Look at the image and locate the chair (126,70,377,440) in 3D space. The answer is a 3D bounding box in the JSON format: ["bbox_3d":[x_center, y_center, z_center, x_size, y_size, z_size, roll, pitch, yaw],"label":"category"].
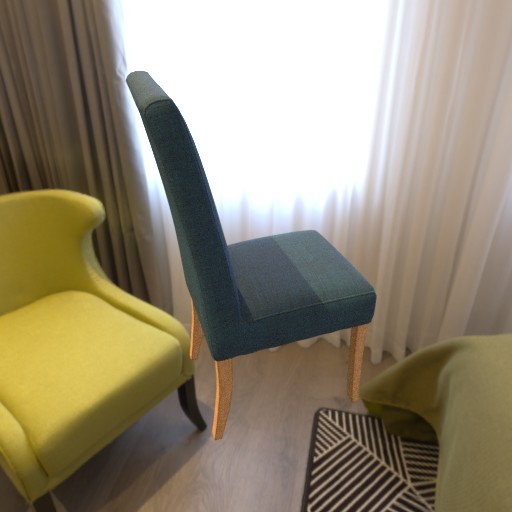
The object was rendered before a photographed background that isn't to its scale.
[{"bbox_3d":[0.000,0.000,1.353,0.610,1.029,0.450,-9,31,-16],"label":"chair"}]
